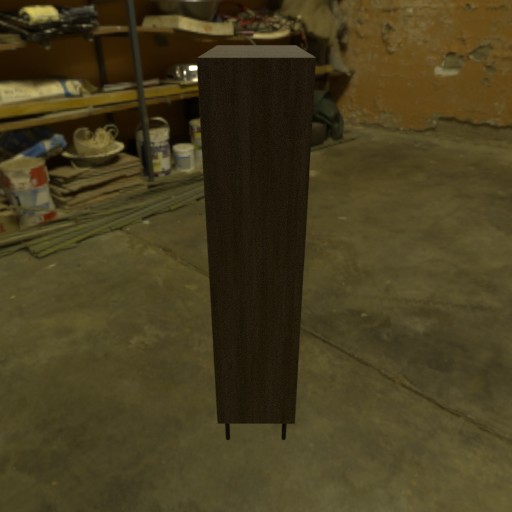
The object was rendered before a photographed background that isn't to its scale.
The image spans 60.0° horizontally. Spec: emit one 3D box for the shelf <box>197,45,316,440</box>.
[{"bbox_3d":[0.000,0.000,1.833,0.323,1.545,0.670,0,28,0],"label":"shelf"}]
